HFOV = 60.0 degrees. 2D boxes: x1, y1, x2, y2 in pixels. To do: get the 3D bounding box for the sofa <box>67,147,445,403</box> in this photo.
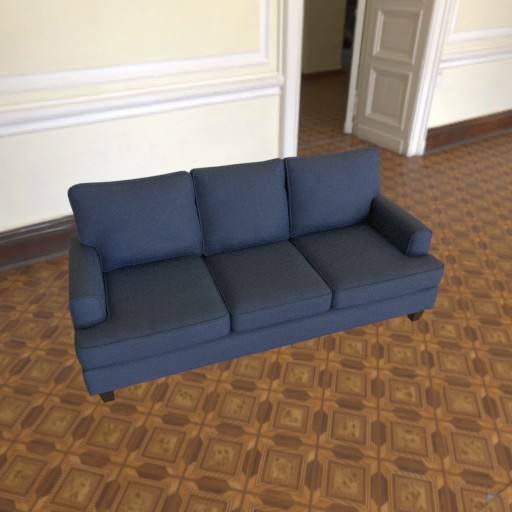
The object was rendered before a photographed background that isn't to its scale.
[{"bbox_3d":[0.000,0.000,2.740,2.158,0.965,0.951,-11,34,-16],"label":"sofa"}]
